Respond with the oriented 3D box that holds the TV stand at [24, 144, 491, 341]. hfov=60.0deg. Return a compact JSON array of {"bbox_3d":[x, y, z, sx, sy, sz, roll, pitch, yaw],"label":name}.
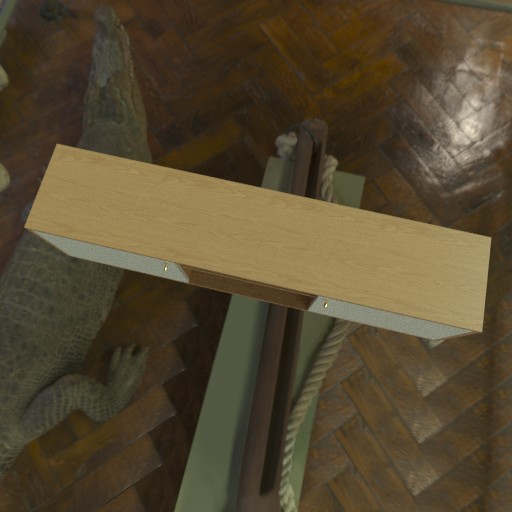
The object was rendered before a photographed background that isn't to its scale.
[{"bbox_3d":[0.000,0.000,1.982,1.760,0.580,0.400,13,75,3],"label":"TV stand"}]
